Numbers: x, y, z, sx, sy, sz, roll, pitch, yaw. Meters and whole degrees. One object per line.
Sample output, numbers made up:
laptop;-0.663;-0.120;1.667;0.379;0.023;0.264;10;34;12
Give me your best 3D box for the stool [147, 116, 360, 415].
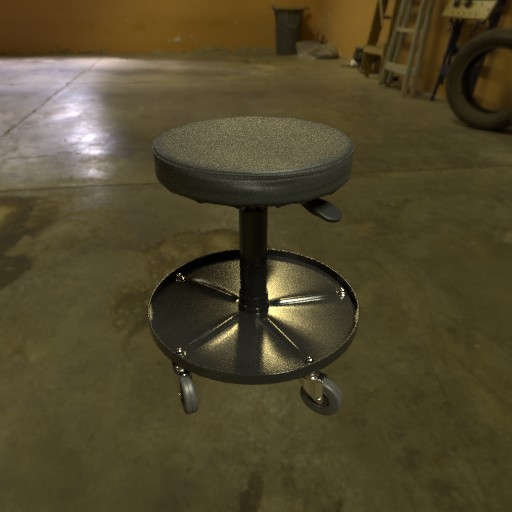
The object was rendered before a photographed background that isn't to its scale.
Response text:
stool;0.000;0.000;0.688;0.382;0.365;0.381;21;36;31
